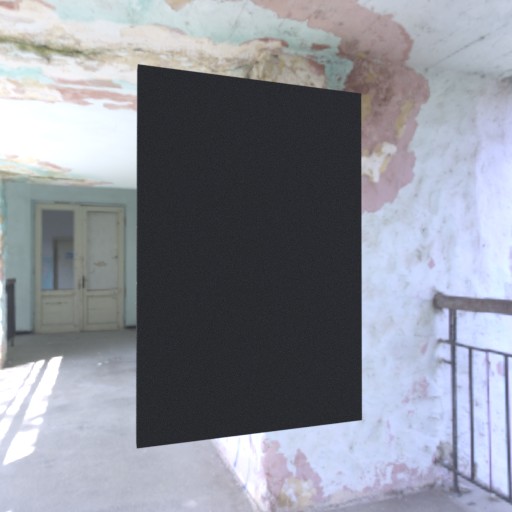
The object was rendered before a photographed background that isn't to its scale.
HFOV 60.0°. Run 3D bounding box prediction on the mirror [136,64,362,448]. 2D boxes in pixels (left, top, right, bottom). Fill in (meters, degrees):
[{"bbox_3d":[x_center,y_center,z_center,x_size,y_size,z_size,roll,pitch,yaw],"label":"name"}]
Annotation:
[{"bbox_3d":[0.000,0.000,1.165,0.606,0.912,0.044,0,-1,-18],"label":"mirror"}]
